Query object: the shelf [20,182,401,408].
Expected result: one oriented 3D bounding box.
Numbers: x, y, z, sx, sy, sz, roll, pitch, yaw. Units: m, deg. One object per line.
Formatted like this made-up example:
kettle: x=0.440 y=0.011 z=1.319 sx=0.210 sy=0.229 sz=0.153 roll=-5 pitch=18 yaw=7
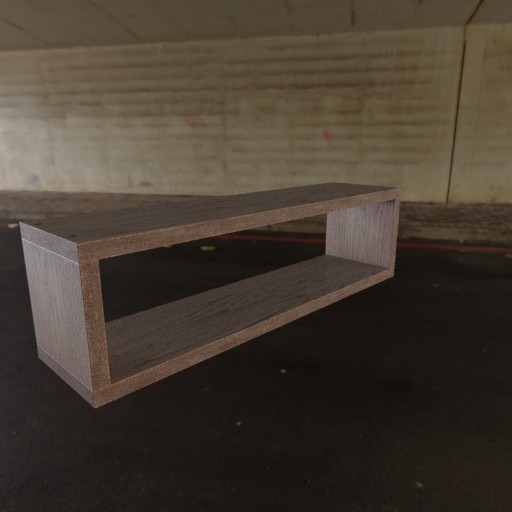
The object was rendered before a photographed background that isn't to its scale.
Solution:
shelf: x=0.000 y=0.000 z=0.682 sx=0.150 sy=0.170 sz=0.610 roll=15 pitch=21 yaw=43
